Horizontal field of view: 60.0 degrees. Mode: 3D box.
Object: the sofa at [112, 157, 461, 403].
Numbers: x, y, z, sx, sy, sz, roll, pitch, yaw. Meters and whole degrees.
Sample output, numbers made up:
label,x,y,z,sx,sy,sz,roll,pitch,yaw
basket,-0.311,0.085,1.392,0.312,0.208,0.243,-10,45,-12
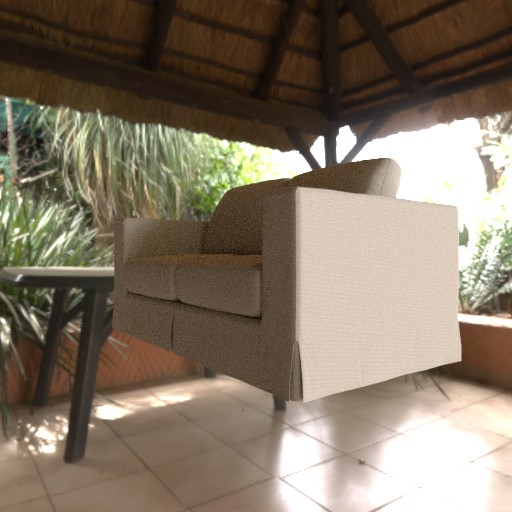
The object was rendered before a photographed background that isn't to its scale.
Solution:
label,x,y,z,sx,sy,sz,roll,pitch,yaw
sofa,0.000,0.000,2.429,1.009,0.932,1.813,0,0,-36
